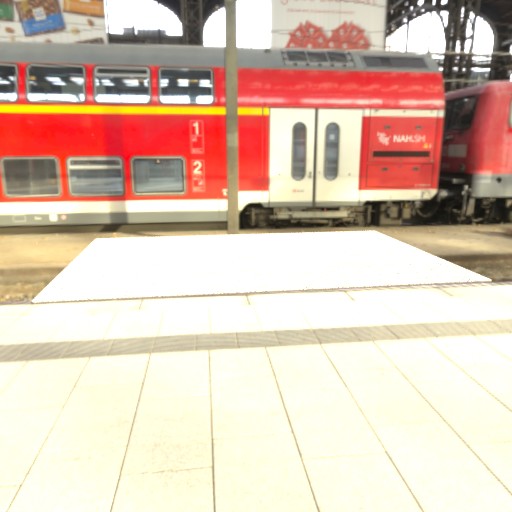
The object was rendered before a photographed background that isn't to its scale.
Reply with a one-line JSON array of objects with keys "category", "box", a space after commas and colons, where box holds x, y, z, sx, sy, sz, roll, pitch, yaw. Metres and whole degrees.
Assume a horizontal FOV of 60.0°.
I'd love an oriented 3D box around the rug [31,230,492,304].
[{"category": "rug", "box": [0.000, 0.000, 2.252, 1.783, 0.008, 1.175, -2, 13, -9]}]
